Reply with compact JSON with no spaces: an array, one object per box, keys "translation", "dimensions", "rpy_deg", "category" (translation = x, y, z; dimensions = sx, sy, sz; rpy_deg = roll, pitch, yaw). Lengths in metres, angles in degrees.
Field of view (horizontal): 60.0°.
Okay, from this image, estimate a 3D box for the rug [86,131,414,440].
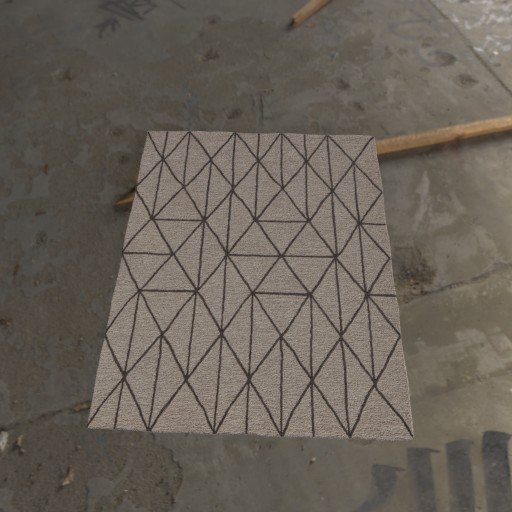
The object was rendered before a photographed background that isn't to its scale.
[{"translation":[0.000,0.000,4.039],"dimensions":[2.468,0.022,3.061],"rpy_deg":[2,61,1],"category":"rug"}]
